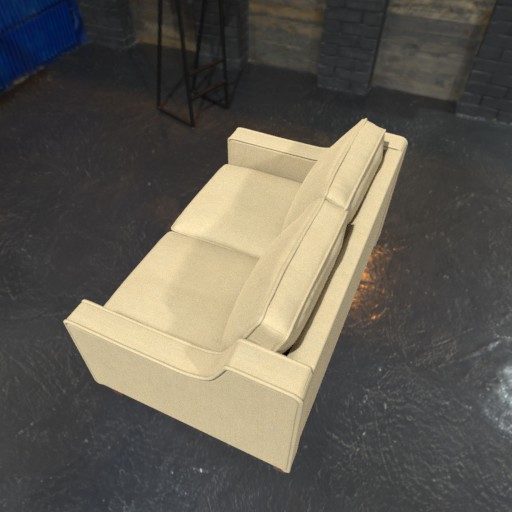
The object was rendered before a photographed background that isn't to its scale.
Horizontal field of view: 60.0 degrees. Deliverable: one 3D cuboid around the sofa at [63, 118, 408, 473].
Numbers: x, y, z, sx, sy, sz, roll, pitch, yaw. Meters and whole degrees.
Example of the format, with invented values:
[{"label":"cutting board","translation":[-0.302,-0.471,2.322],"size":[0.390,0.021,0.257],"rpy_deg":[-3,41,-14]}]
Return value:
[{"label":"sofa","translation":[0.000,0.000,2.127],"size":[0.987,0.971,1.501],"rpy_deg":[19,50,16]}]
